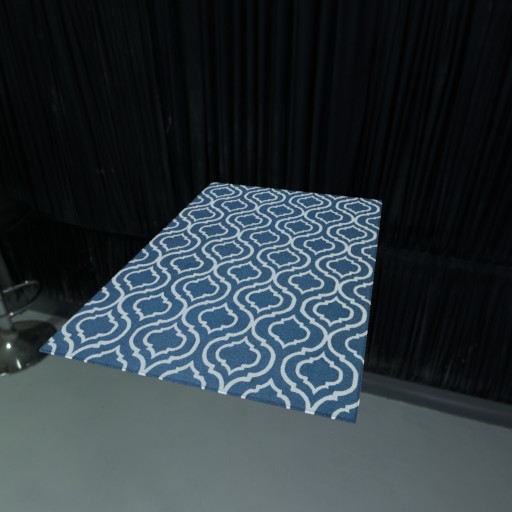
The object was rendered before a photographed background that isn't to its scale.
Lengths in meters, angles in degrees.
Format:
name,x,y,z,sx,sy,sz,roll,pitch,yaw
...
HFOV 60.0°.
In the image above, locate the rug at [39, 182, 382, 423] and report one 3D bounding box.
name,x,y,z,sx,sy,sz,roll,pitch,yaw
rug,0.000,0.000,2.203,1.143,0.010,1.753,8,31,14
